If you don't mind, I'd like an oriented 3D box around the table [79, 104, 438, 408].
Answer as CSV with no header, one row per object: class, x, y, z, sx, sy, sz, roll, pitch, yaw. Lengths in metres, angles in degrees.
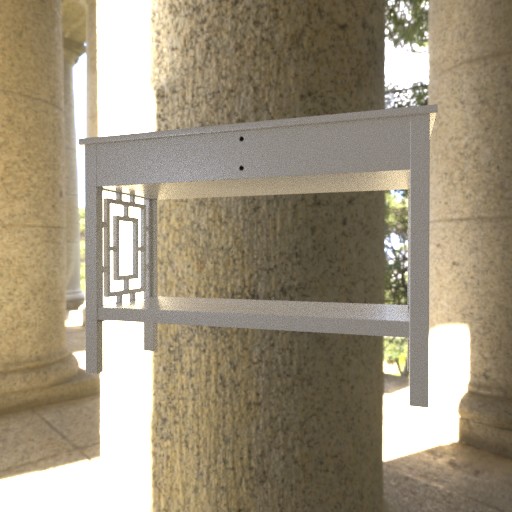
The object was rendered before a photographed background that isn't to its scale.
table,0.000,0.000,1.446,1.068,0.753,0.397,0,1,18
